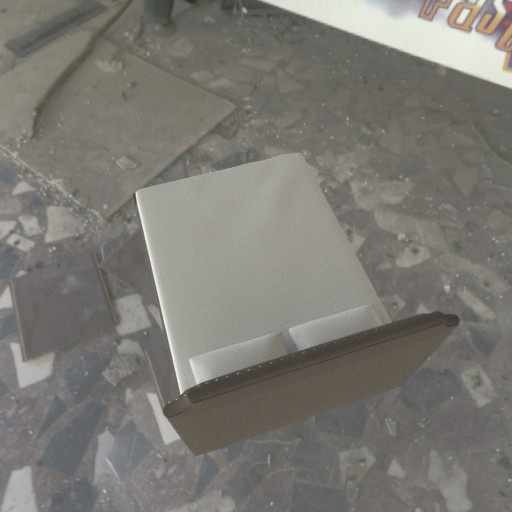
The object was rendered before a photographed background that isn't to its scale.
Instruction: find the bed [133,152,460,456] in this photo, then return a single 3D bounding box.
[{"bbox_3d":[0.000,0.000,3.466,1.713,1.443,2.372,-15,58,-10],"label":"bed"}]
